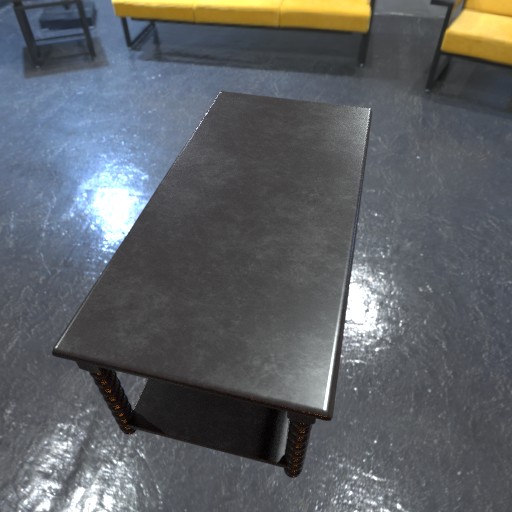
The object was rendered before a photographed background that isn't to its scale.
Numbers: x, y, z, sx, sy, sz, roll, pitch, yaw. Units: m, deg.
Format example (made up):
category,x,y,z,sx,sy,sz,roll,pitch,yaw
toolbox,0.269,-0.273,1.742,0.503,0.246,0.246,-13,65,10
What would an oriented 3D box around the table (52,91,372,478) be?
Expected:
category,x,y,z,sx,sy,sz,roll,pitch,yaw
table,0.000,0.000,1.419,0.580,0.487,1.171,10,47,10
